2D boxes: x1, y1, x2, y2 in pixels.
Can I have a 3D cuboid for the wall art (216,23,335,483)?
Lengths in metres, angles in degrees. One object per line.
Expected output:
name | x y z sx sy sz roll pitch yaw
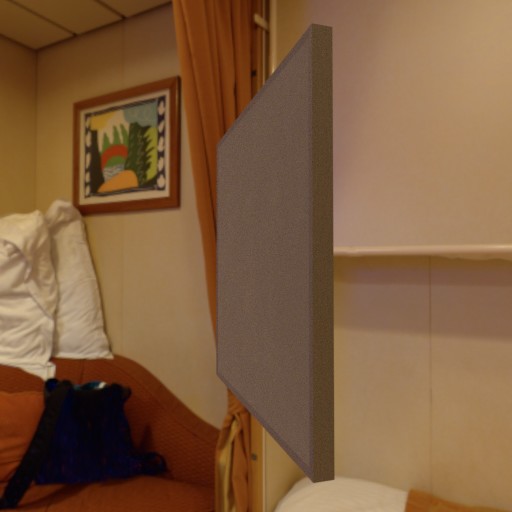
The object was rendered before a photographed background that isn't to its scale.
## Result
wall art | 0.000 0.000 1.100 0.038 0.758 0.761 0 -2 -17
